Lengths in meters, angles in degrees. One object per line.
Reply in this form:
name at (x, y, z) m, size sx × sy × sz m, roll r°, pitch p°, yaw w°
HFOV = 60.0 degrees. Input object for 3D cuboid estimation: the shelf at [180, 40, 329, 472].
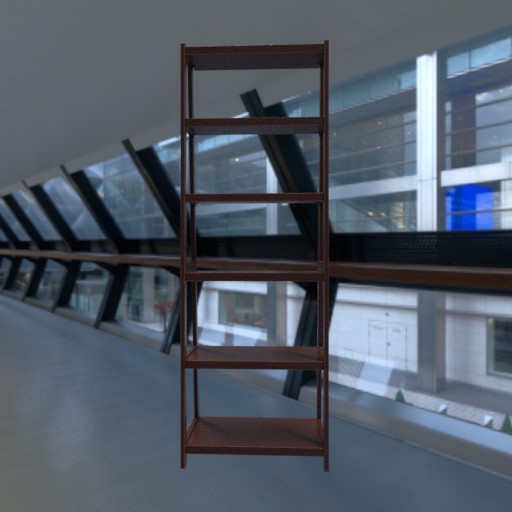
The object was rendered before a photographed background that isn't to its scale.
shelf at (0.000, 0.000, 2.146) m, size 0.660 × 1.892 × 0.381 m, roll 0°, pitch 0°, yaw 3°
